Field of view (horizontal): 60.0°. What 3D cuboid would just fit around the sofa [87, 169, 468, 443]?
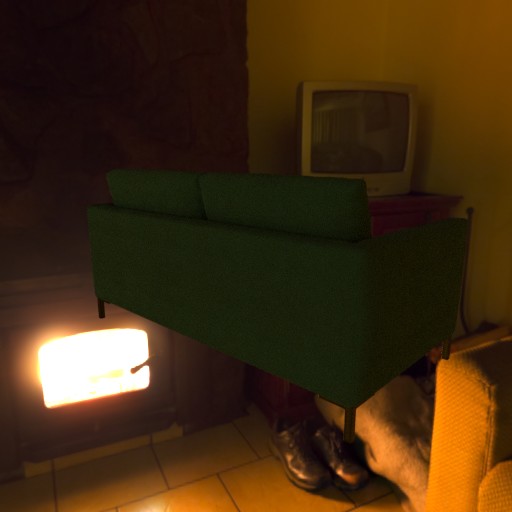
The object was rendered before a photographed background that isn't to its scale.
[{"bbox_3d":[0.000,0.000,2.134,1.676,0.817,0.875,12,17,42],"label":"sofa"}]
